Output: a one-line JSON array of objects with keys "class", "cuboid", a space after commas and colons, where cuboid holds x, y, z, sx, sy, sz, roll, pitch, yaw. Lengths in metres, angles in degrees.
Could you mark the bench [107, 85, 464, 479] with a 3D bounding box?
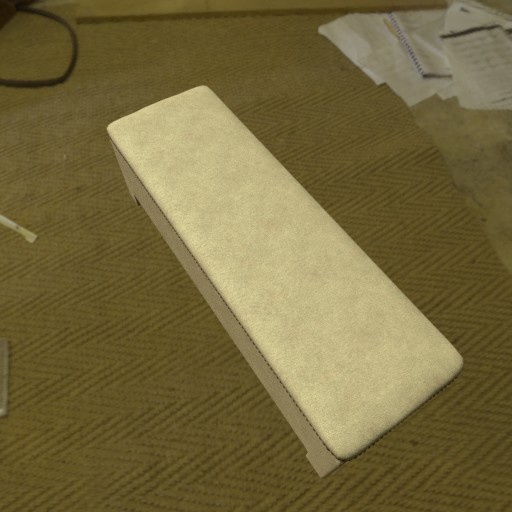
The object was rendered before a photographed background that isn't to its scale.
[{"class": "bench", "cuboid": [0.000, 0.000, 1.664, 0.470, 0.447, 1.482, -30, 63, -17]}]
